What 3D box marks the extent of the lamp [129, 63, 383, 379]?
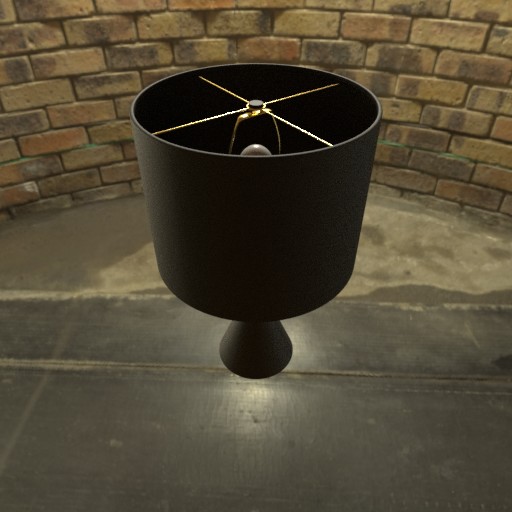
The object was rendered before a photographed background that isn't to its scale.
[{"bbox_3d":[0.000,0.000,0.827,0.359,0.584,0.359,-25,45,-27],"label":"lamp"}]
